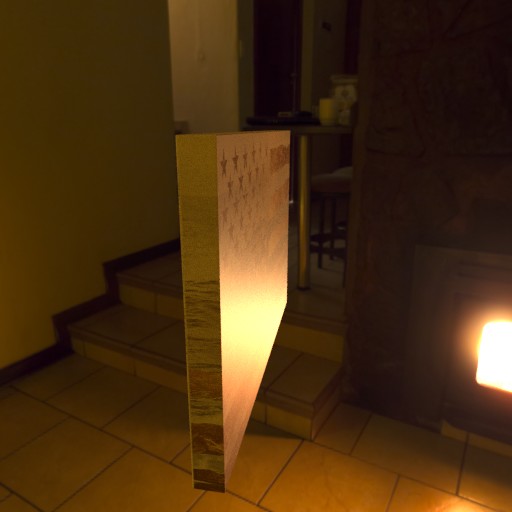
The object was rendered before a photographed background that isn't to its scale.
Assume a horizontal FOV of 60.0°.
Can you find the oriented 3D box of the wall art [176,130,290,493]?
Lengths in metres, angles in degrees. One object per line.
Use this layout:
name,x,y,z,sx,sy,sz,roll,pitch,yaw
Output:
wall art,0.000,0.000,0.754,0.041,0.407,0.606,3,16,10
